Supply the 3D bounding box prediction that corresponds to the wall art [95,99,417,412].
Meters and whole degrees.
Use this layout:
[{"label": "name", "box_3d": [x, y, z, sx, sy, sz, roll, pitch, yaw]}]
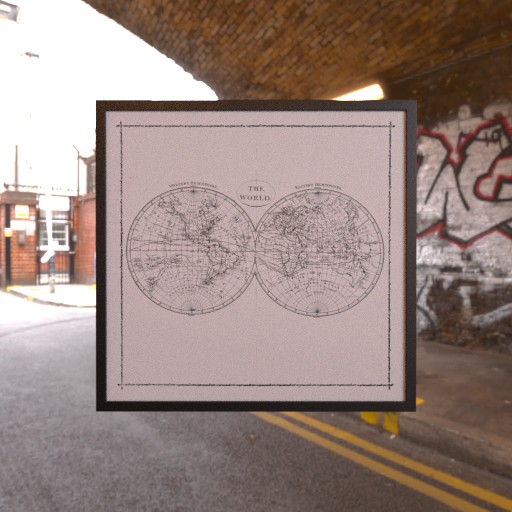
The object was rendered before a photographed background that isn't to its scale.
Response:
[{"label": "wall art", "box_3d": [0.000, 0.000, 0.466, 0.327, 0.318, 0.029, 0, 0, 0]}]
